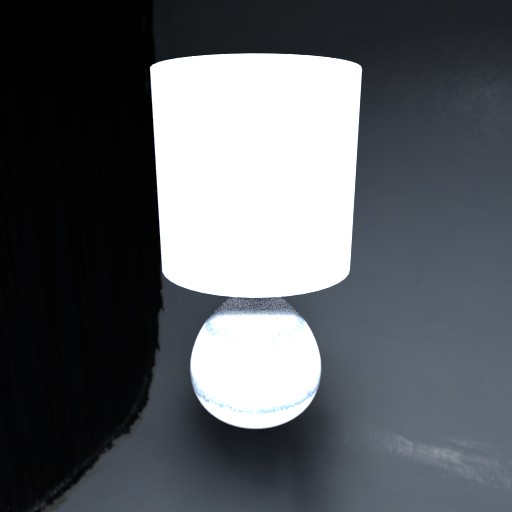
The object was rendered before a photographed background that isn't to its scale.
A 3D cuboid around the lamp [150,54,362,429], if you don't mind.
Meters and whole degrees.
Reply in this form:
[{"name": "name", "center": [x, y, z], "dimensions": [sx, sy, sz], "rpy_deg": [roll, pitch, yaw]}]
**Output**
[{"name": "lamp", "center": [0.000, 0.000, 0.520], "dimensions": [0.216, 0.404, 0.216], "rpy_deg": [8, 17, 25]}]
